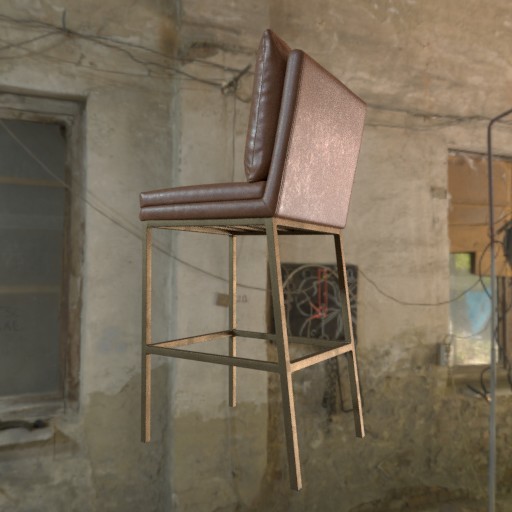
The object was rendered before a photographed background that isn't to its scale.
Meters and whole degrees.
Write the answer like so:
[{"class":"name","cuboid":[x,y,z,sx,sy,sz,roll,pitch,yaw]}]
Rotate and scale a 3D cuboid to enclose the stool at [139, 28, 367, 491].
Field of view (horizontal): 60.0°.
[{"class":"stool","cuboid":[0.000,0.000,1.382,0.571,1.124,0.463,-1,-2,35]}]
